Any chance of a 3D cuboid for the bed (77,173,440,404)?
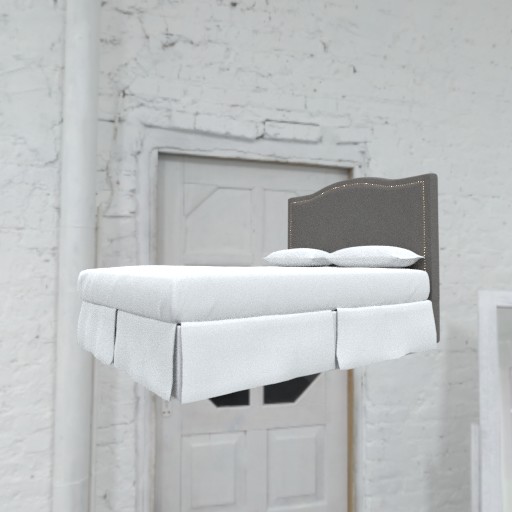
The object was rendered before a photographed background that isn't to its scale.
[{"bbox_3d":[0.000,0.000,3.445,2.282,1.436,1.821,1,-1,-36],"label":"bed"}]
